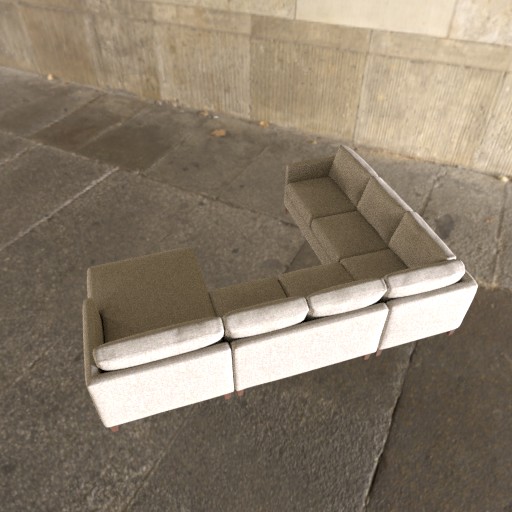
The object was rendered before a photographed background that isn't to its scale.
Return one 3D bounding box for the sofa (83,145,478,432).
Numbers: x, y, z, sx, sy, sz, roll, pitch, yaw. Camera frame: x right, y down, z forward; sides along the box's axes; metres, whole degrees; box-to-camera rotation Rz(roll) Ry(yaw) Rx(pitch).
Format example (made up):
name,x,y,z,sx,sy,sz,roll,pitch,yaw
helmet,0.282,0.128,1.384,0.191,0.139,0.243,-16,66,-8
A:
name,x,y,z,sx,sy,sz,roll,pitch,yaw
sofa,0.000,0.000,4.681,3.460,0.959,2.593,-12,43,-13
